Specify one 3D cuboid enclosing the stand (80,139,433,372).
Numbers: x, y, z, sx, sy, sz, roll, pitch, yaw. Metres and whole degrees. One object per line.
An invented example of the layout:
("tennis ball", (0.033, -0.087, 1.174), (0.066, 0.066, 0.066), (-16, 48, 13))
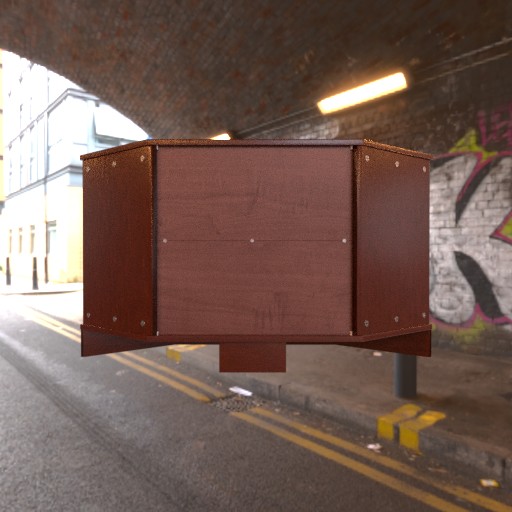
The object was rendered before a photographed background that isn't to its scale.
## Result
("stand", (0.000, 0.000, 1.347), (1.072, 0.614, 0.381), (0, 0, 0))
